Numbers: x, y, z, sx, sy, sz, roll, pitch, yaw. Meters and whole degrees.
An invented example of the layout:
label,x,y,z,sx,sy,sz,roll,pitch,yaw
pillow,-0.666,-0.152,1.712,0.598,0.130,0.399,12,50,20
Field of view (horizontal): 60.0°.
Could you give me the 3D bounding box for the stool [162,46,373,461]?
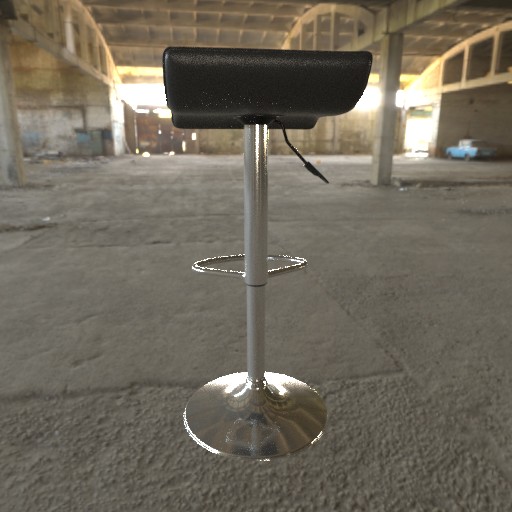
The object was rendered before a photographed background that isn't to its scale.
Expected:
label,x,y,z,sx,sy,sz,roll,pitch,yaw
stool,0.000,0.000,1.064,0.381,0.851,0.381,-2,15,-8
